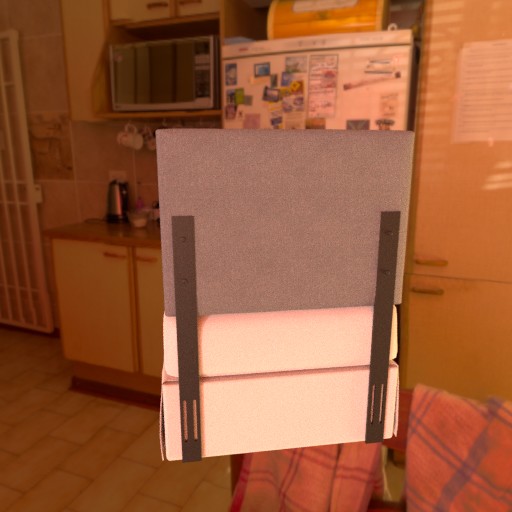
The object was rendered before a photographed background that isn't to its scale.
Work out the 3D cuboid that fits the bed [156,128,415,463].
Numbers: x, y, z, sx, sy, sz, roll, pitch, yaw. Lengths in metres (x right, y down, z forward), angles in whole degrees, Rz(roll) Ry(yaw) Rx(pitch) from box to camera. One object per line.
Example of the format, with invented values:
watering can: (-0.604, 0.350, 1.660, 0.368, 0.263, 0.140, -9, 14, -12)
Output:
bed: (0.000, 0.000, 3.001, 1.261, 1.571, 1.997, -2, 14, -9)
